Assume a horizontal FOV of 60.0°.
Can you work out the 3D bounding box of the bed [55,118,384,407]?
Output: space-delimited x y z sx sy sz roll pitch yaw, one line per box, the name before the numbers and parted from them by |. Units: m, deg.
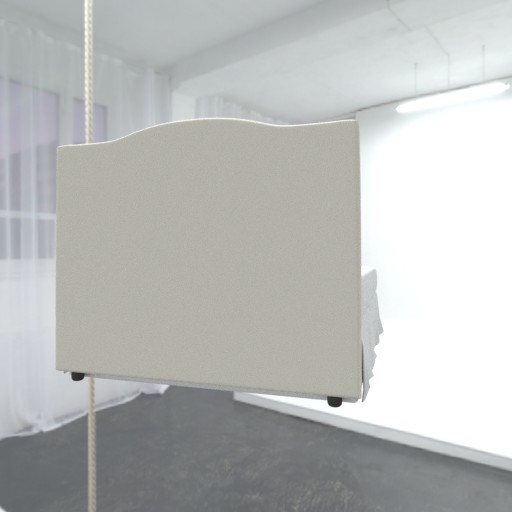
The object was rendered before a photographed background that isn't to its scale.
bed | 0.000 0.000 3.377 1.821 1.436 2.282 0 0 17
